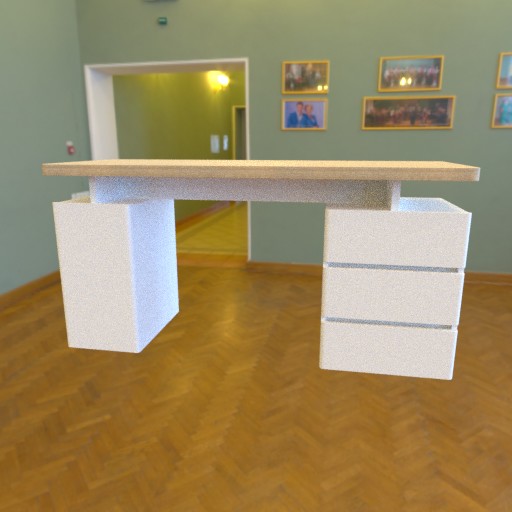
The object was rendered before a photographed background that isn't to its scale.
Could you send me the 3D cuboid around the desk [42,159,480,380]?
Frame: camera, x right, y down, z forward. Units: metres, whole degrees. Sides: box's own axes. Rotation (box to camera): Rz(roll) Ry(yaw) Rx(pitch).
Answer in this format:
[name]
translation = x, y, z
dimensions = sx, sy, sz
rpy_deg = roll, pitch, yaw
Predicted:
[desk]
translation = 0.000, 0.000, 1.830
dimensions = 1.500, 0.755, 0.550
rpy_deg = 3, 14, 10
